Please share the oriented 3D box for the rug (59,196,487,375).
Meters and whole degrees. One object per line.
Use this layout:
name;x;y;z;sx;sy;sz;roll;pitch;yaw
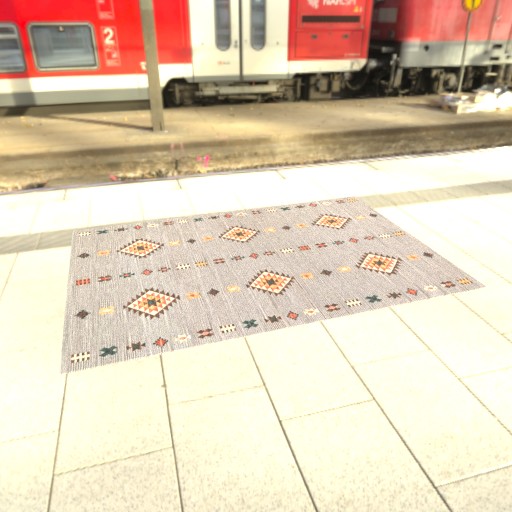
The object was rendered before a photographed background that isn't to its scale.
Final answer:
rug;0.000;0.000;2.281;1.818;0.005;1.217;-9;30;-16
